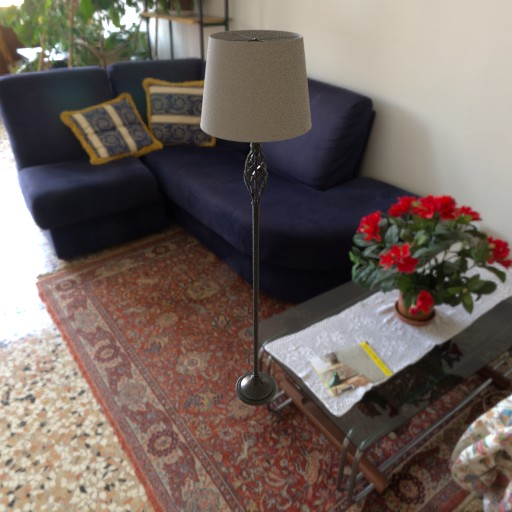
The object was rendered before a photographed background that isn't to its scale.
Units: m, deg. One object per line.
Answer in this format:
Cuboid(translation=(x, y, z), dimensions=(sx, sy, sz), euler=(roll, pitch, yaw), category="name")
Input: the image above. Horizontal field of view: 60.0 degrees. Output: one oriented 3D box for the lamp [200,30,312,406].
Cuboid(translation=(0.000, 0.000, 1.809), dimensions=(0.379, 1.623, 0.379), euler=(0, 33, 0), category="lamp")
